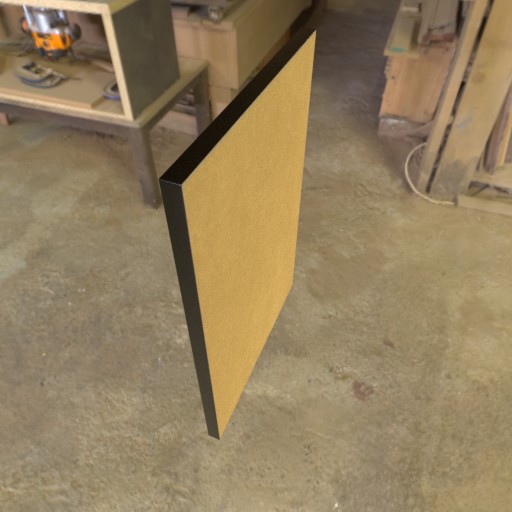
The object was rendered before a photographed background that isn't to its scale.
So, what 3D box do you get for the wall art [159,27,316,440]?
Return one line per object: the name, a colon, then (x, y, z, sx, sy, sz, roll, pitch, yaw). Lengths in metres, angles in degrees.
wall art: (0.000, 0.000, 0.574, 0.019, 0.455, 0.314, 17, 49, 15)
